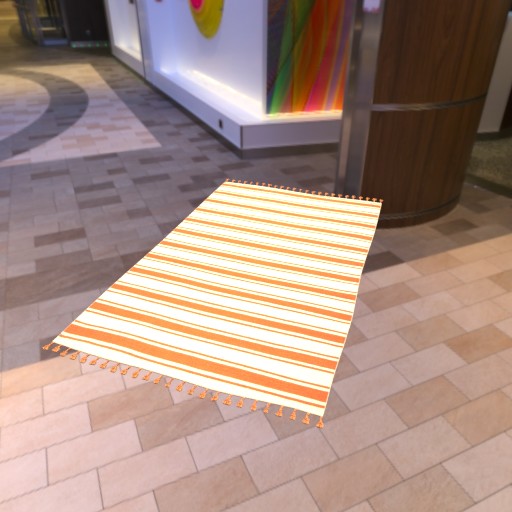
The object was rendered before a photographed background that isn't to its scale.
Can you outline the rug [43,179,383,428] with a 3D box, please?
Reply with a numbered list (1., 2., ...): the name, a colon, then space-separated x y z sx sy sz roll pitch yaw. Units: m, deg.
1. rug: 0.000 0.000 2.571 1.232 0.017 2.092 11 33 17
